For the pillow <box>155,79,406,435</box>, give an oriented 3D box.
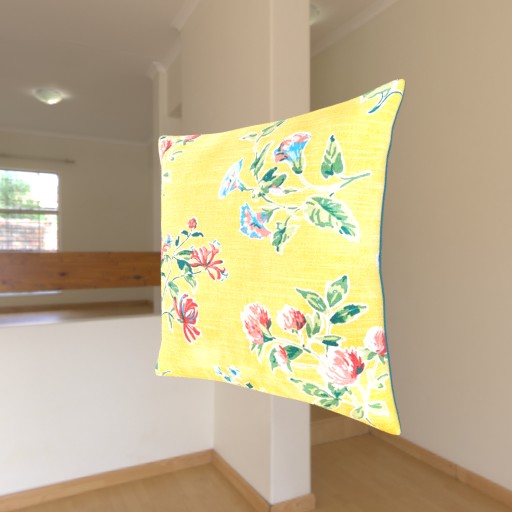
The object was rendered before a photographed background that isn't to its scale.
[{"bbox_3d":[0.000,0.000,0.787,0.525,0.508,0.166,0,1,37],"label":"pillow"}]
